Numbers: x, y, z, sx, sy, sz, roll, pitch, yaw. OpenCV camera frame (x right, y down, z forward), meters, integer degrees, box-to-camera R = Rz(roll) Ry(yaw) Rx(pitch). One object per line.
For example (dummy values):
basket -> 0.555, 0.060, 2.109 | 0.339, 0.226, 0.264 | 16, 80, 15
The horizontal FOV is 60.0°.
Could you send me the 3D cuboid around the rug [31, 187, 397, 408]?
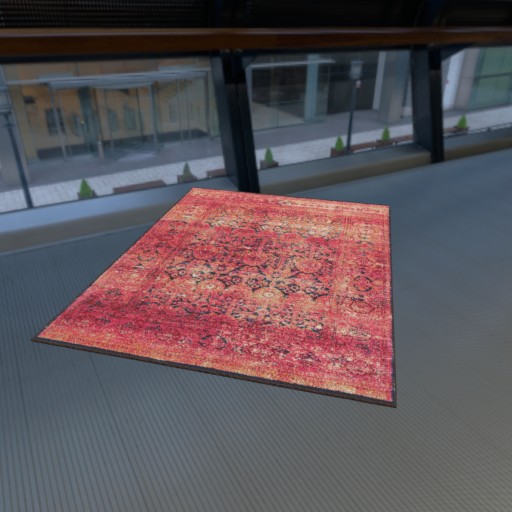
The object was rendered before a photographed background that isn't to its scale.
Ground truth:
rug -> 0.000, 0.000, 4.044 | 2.411, 0.020, 3.032 | 7, 30, 12
